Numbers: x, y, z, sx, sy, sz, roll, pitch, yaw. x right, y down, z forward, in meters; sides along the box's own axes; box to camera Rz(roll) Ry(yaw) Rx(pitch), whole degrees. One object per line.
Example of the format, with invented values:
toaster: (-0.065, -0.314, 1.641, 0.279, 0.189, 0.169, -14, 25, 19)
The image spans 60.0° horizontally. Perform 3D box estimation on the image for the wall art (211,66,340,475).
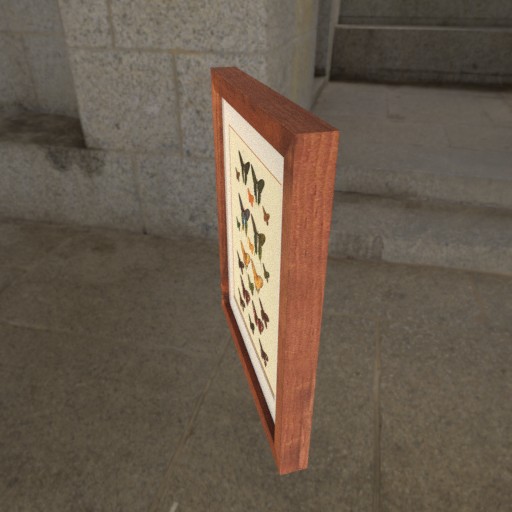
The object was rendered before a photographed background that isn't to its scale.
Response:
wall art: (0.000, 0.000, 0.630, 0.039, 0.449, 0.377, -8, 32, -13)
